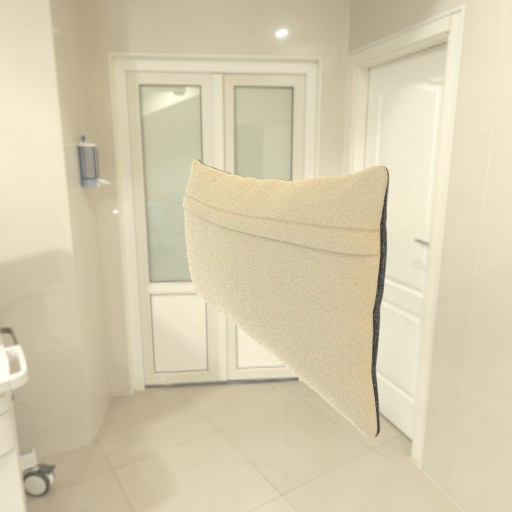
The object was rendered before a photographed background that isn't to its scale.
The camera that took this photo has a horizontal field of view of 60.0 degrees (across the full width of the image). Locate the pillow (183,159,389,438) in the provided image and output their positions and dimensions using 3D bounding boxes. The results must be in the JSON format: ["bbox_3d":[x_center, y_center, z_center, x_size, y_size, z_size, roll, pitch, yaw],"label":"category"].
[{"bbox_3d":[0.000,0.000,0.724,0.148,0.307,0.604,-6,14,-26],"label":"pillow"}]
